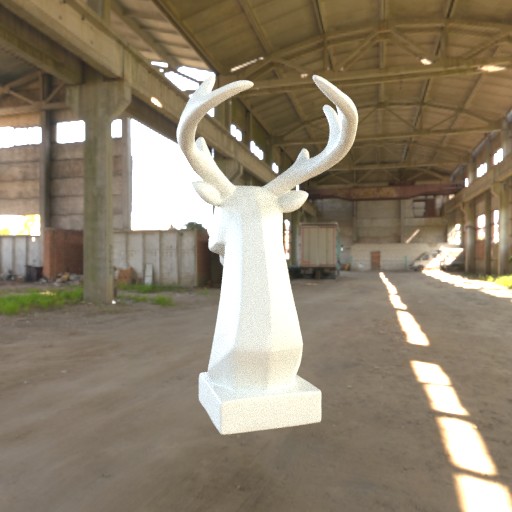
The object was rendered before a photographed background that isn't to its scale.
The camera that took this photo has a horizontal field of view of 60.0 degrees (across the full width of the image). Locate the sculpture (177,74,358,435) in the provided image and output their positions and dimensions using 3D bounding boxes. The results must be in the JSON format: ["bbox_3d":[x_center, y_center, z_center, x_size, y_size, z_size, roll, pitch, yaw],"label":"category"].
[{"bbox_3d":[0.000,0.000,0.464,0.174,0.329,0.224,0,0,-18],"label":"sculpture"}]
